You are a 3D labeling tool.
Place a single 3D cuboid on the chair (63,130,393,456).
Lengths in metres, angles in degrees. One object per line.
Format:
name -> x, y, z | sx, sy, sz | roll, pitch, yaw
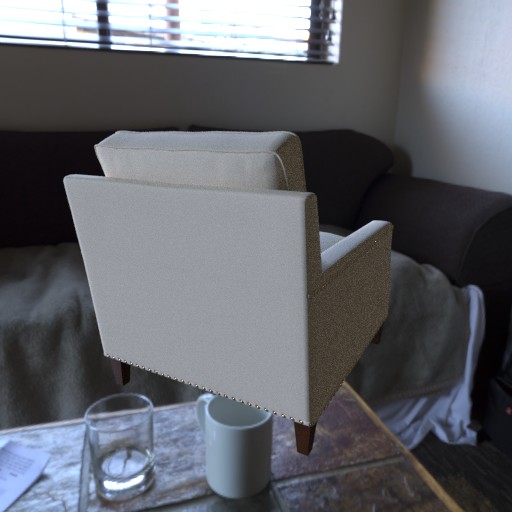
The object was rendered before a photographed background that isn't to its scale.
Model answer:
chair -> 0.000, 0.000, 1.717 | 0.853, 0.943, 1.014 | 9, 19, 28
